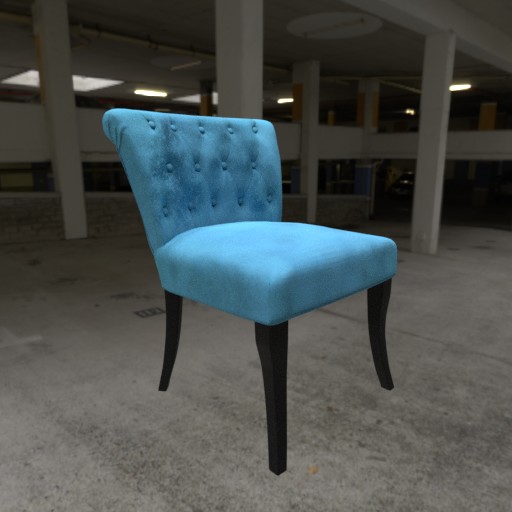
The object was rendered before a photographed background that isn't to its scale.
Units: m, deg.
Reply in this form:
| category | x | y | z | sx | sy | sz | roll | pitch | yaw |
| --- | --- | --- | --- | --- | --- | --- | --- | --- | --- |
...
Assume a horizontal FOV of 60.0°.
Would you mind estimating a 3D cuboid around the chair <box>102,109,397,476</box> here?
| category | x | y | z | sx | sy | sz | roll | pitch | yaw |
| --- | --- | --- | --- | --- | --- | --- | --- | --- | --- |
| chair | 0.000 | 0.000 | 1.190 | 0.605 | 0.750 | 0.582 | 12 | 18 | 43 |
